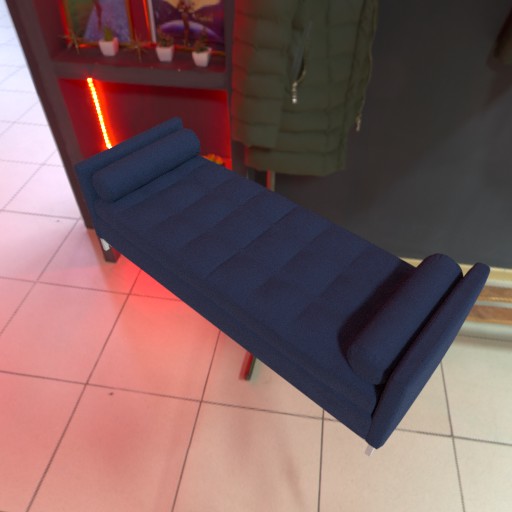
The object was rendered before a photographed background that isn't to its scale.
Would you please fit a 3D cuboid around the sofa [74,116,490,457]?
[{"bbox_3d":[0.000,0.000,2.439,2.102,0.657,0.797,32,53,28],"label":"sofa"}]
